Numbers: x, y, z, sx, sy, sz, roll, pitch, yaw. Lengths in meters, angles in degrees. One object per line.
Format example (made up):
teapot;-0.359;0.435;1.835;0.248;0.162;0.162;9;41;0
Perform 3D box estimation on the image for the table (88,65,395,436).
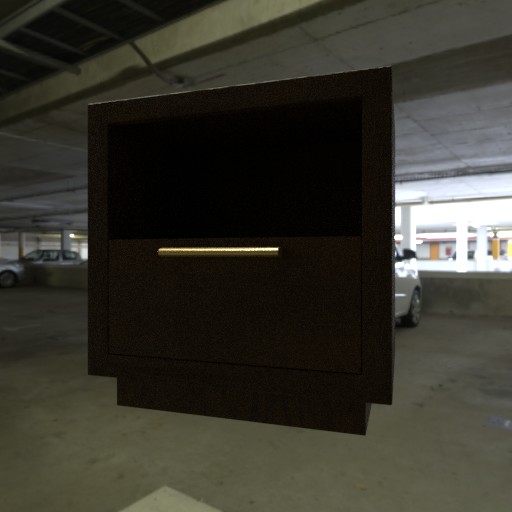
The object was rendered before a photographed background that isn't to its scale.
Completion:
table;0.000;0.000;0.943;0.560;0.585;0.439;0;0;18
